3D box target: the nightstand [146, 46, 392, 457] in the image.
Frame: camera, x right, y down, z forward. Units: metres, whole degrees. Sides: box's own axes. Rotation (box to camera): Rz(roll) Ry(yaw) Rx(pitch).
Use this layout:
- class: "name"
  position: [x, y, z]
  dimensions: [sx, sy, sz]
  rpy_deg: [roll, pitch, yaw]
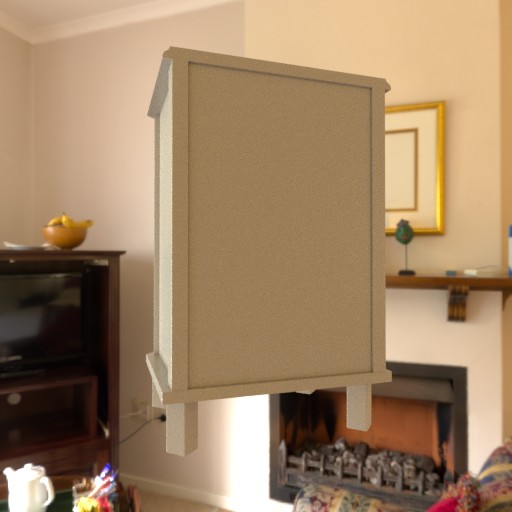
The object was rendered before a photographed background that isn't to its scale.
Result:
- class: "nightstand"
  position: [0.000, 0.000, 0.949]
  dimensions: [0.435, 0.680, 0.348]
  rpy_deg: [0, -1, -18]
